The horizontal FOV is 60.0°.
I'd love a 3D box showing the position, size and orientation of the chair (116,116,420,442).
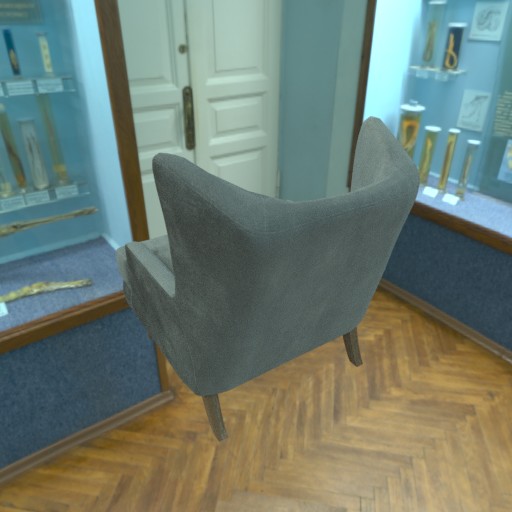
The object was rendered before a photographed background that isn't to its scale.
[{"bbox_3d":[0.000,0.000,1.608,0.784,0.950,0.906,-18,34,-29],"label":"chair"}]
